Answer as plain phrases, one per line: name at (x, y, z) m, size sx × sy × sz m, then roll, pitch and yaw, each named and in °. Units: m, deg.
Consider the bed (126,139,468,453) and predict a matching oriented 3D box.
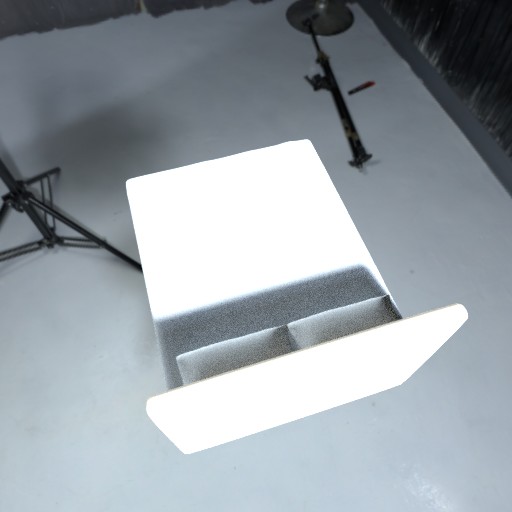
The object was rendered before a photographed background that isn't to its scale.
bed at (0.000, 0.000, 3.225) m, size 1.748 × 1.330 × 2.142 m, roll -15°, pitch 60°, yaw -9°
